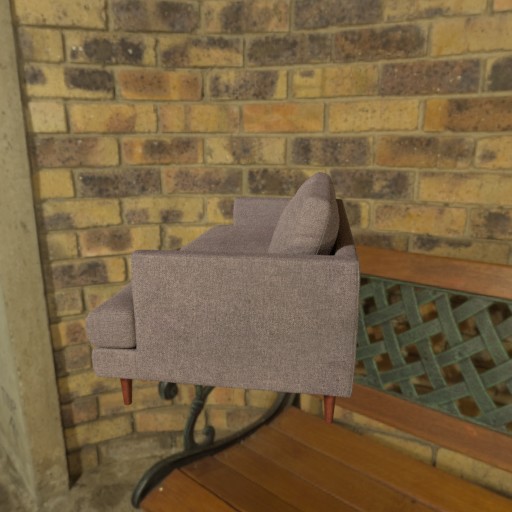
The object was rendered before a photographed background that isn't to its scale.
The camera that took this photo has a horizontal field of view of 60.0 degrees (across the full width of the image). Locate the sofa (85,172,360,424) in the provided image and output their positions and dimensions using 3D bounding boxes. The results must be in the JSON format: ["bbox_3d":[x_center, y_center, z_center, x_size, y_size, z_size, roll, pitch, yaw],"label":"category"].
[{"bbox_3d":[0.000,0.000,2.526,1.020,0.868,1.948,2,14,9],"label":"sofa"}]
